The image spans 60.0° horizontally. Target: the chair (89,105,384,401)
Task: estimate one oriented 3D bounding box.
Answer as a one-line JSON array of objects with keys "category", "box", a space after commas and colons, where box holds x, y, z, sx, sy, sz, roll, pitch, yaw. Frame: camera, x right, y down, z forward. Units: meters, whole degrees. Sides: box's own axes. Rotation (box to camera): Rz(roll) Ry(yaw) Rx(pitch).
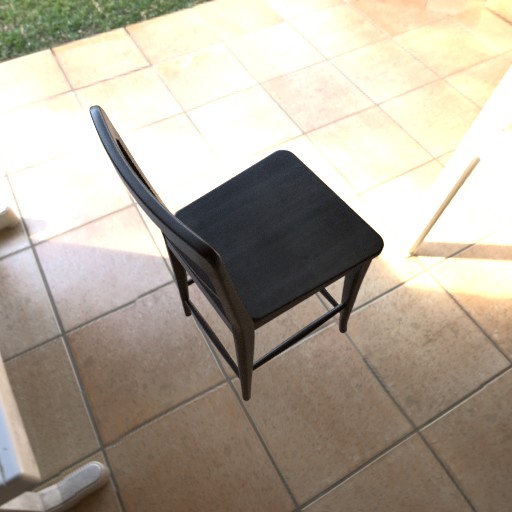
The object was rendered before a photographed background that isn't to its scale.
[{"category": "chair", "box": [0.000, 0.000, 1.249, 0.546, 0.991, 0.450, -31, 63, -18]}]
